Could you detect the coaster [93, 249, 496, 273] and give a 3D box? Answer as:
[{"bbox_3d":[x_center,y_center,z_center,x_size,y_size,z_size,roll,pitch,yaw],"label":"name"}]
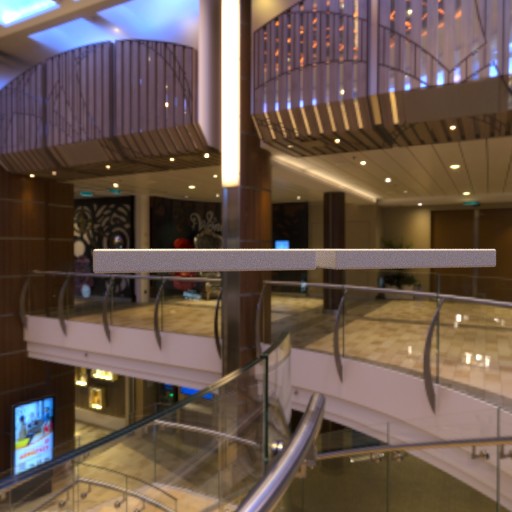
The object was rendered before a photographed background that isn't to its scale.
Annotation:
[{"bbox_3d":[0.000,0.000,0.321,0.214,0.010,0.219,0,1,-18],"label":"coaster"}]
